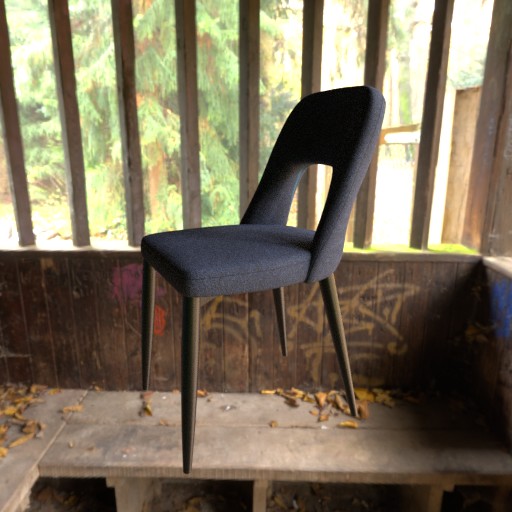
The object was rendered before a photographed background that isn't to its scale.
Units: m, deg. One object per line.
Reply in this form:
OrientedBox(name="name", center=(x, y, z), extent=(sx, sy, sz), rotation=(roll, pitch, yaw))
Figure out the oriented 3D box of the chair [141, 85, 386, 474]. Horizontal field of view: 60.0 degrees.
OrientedBox(name="chair", center=(0.000, 0.000, 1.270), extent=(0.612, 0.931, 0.470), rotation=(-8, 17, -26))
